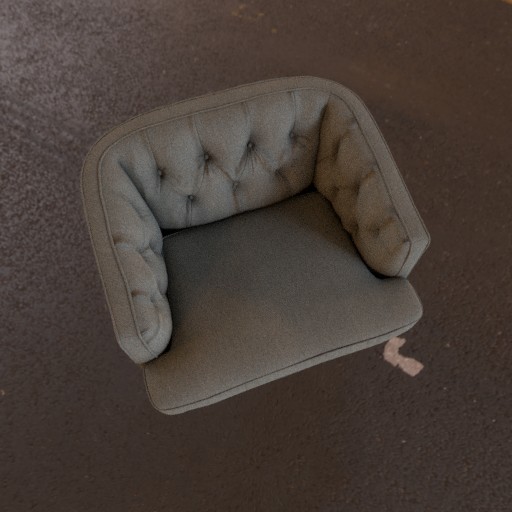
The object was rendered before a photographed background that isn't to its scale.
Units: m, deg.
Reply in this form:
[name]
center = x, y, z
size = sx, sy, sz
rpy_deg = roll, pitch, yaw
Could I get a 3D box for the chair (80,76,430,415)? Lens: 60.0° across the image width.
[chair]
center = 0.000, 0.000, 1.755
size = 1.094, 0.852, 0.945
rpy_deg = -18, 66, -8
